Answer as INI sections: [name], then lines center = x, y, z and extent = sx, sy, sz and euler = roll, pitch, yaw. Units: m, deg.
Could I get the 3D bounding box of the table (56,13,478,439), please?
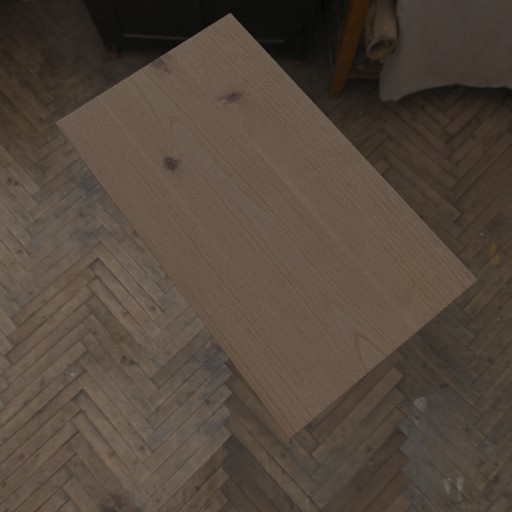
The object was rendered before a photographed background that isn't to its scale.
[table]
center = 0.000, 0.000, 0.999
extent = 0.351, 0.673, 0.597
euler = -37, 78, -9
